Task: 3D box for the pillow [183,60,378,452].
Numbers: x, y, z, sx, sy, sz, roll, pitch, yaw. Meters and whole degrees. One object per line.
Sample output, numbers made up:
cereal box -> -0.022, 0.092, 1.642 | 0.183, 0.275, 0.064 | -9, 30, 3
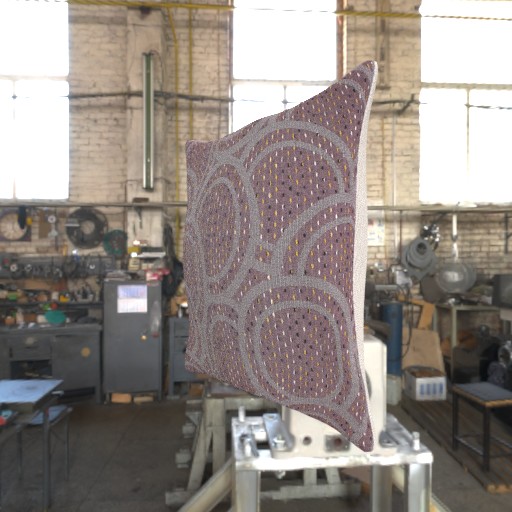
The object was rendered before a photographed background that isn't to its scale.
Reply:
pillow -> 0.000, 0.000, 0.781 | 0.163, 0.513, 0.514 | 0, 1, -37
